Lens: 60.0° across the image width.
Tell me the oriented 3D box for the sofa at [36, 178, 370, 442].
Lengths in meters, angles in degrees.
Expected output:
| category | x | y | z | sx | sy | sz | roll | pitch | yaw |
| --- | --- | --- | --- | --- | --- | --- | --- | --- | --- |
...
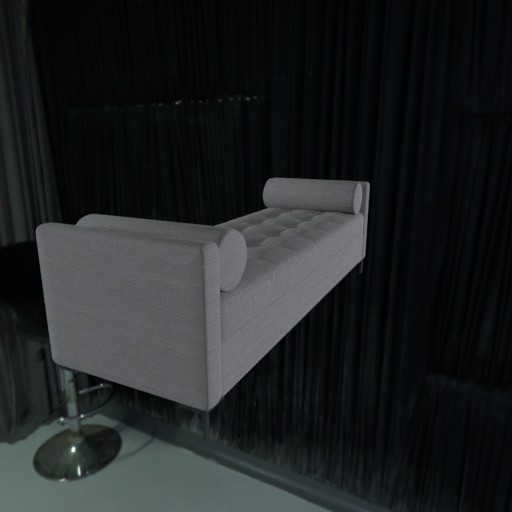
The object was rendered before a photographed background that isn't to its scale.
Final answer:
| category | x | y | z | sx | sy | sz | roll | pitch | yaw |
| --- | --- | --- | --- | --- | --- | --- | --- | --- | --- |
| sofa | 0.000 | 0.000 | 2.273 | 0.686 | 0.635 | 1.981 | 8 | 17 | 26 |
